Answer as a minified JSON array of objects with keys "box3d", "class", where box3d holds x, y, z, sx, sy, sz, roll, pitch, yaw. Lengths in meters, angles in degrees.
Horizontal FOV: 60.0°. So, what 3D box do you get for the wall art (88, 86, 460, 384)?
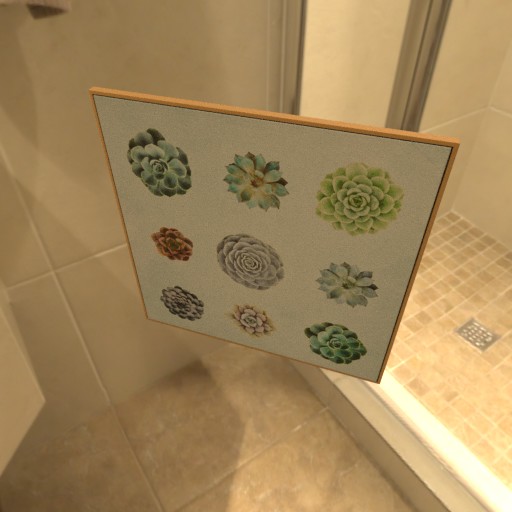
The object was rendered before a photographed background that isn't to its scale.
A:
[{"box3d":[0.000,0.000,0.675,0.457,0.455,0.013,13,43,14],"class":"wall art"}]
